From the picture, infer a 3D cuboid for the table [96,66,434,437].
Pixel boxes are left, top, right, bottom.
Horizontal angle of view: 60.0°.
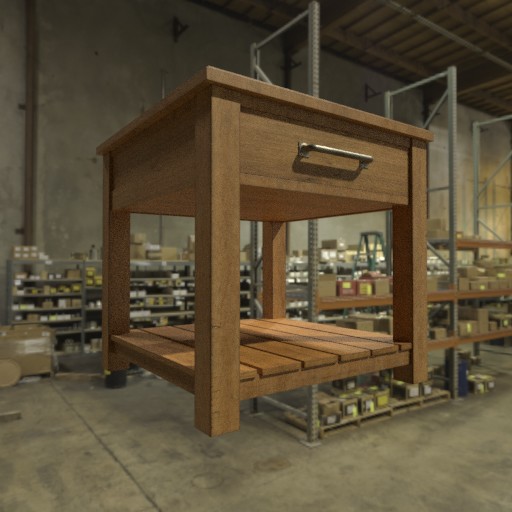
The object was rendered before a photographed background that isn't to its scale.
[{"bbox_3d":[0.000,0.000,1.113,0.616,0.593,0.612,1,-1,-36],"label":"table"}]
